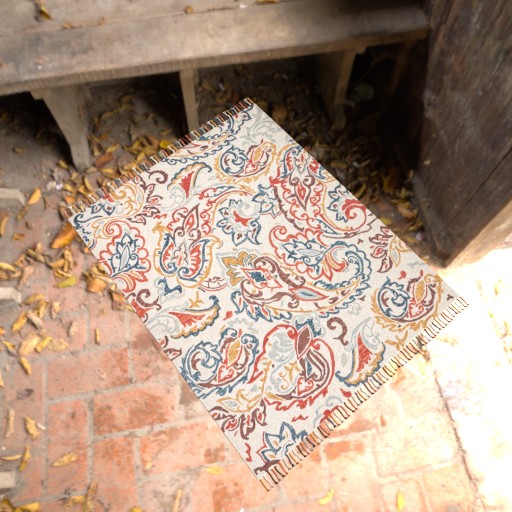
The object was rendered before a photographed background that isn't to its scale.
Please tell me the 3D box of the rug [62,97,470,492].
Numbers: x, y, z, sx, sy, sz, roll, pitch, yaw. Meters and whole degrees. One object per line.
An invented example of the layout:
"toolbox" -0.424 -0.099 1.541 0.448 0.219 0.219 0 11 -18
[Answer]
"rug" 0.000 0.000 4.314 2.439 0.015 3.274 -37 70 -15
